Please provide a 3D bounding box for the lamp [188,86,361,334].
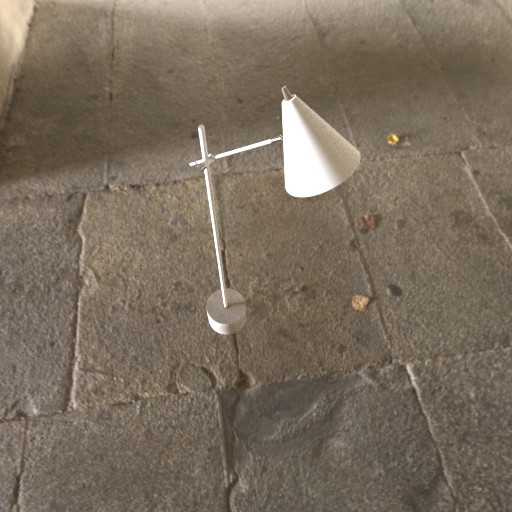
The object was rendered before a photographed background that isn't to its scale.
[{"bbox_3d":[0.000,0.000,1.534,0.508,1.430,0.223,32,64,18],"label":"lamp"}]
